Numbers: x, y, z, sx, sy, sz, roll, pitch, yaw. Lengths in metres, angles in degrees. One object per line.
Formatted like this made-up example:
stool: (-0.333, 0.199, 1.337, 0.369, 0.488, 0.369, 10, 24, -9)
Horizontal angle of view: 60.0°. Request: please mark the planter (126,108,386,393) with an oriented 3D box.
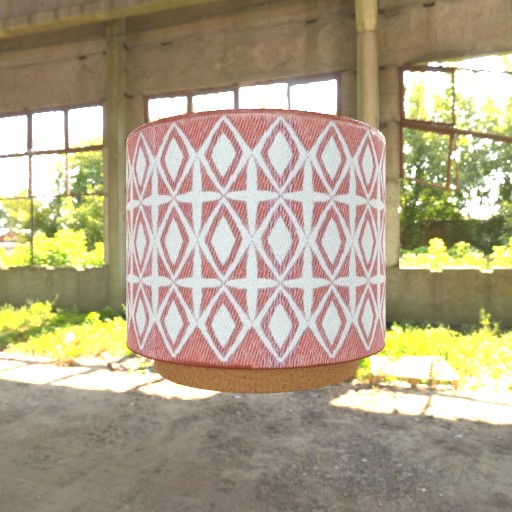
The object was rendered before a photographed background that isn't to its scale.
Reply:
planter: (0.000, 0.000, 0.487, 0.273, 0.237, 0.273, 0, 0, 0)
